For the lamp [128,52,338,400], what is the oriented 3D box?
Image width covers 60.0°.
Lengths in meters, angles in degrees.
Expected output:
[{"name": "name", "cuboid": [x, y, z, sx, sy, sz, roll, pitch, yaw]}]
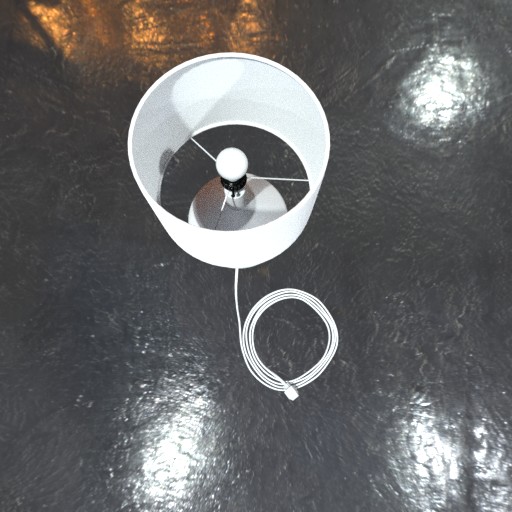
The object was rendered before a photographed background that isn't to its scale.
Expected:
[{"name": "lamp", "cuboid": [0.000, 0.000, 0.856, 0.401, 0.457, 0.546, 3, 75, 1]}]
